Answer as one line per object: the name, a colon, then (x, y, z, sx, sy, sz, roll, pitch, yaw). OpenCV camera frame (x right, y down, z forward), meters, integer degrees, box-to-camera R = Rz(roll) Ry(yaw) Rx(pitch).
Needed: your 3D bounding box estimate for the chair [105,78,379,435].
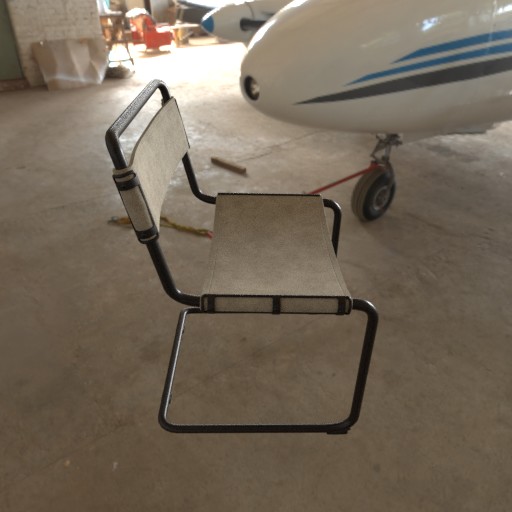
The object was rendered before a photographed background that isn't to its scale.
chair: (0.000, 0.000, 1.085, 0.497, 0.747, 0.499, 0, 33, 0)
